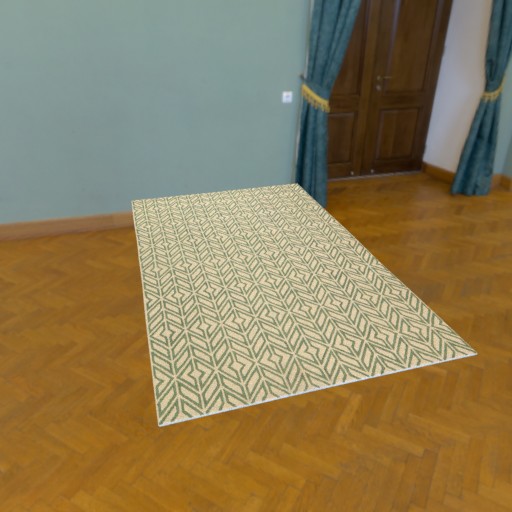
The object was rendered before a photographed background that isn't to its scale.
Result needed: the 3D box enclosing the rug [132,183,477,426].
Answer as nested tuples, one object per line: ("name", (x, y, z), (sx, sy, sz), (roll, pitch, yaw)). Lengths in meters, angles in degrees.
("rug", (0.000, 0.000, 2.968), (1.517, 0.011, 2.435), (-8, 31, -14))
